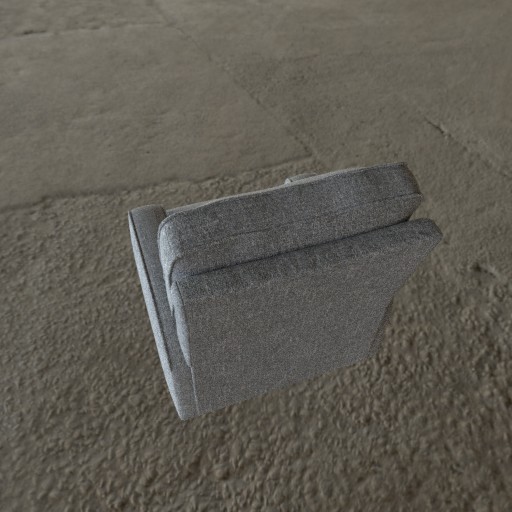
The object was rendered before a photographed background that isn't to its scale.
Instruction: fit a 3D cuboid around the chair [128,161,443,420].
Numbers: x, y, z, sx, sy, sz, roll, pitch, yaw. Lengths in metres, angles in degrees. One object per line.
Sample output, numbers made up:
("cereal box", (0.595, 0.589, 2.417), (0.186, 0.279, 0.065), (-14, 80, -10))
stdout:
("chair", (0.000, 0.000, 1.679), (0.861, 0.962, 0.964), (-14, 43, -15))
